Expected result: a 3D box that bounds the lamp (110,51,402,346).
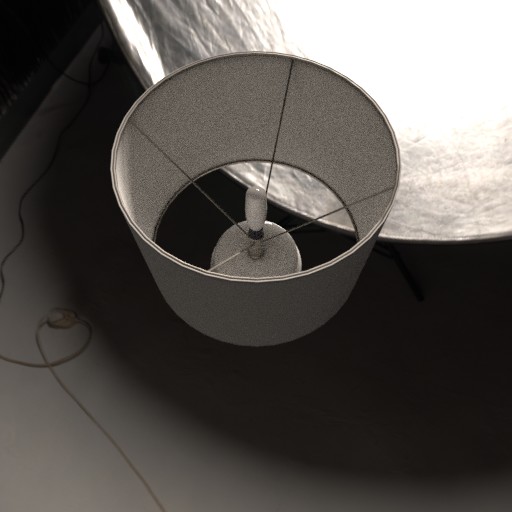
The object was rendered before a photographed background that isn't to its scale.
[{"bbox_3d":[0.000,0.000,0.694,0.310,0.502,0.310,0,63,0],"label":"lamp"}]
